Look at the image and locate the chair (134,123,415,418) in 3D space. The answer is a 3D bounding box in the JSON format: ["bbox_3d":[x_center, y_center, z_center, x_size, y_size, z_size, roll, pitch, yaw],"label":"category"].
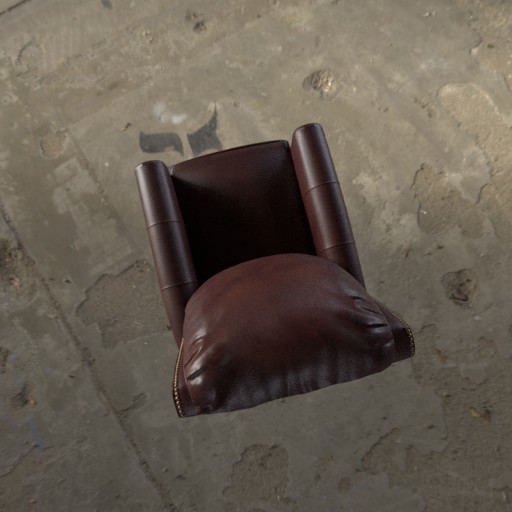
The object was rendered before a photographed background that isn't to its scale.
[{"bbox_3d":[0.000,0.000,1.844,0.826,1.022,1.089,-13,76,-3],"label":"chair"}]
